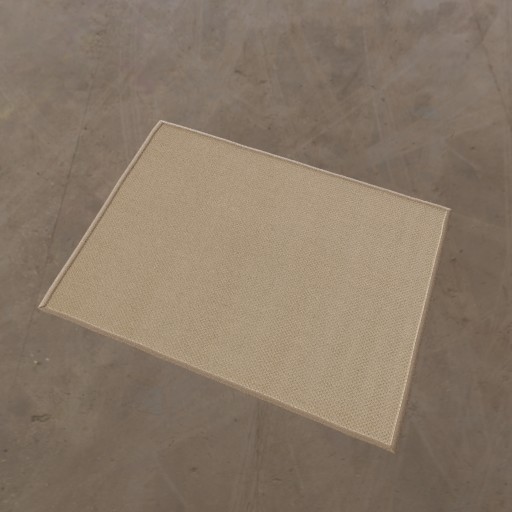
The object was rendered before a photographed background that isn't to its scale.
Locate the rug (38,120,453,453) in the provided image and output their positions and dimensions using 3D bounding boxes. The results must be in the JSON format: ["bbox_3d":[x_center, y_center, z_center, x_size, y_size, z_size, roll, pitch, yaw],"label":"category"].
[{"bbox_3d":[0.000,0.000,2.657,2.081,0.020,1.525,19,65,9],"label":"rug"}]
